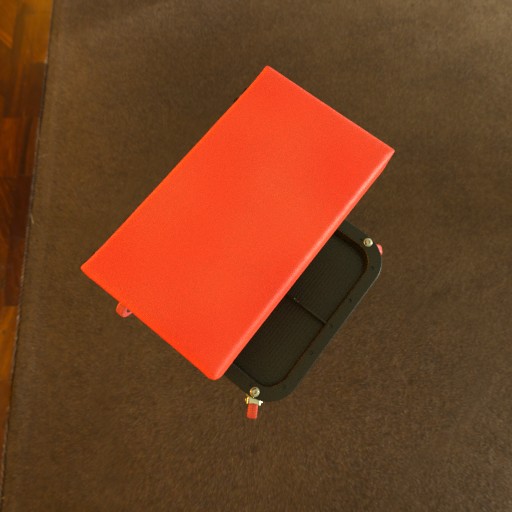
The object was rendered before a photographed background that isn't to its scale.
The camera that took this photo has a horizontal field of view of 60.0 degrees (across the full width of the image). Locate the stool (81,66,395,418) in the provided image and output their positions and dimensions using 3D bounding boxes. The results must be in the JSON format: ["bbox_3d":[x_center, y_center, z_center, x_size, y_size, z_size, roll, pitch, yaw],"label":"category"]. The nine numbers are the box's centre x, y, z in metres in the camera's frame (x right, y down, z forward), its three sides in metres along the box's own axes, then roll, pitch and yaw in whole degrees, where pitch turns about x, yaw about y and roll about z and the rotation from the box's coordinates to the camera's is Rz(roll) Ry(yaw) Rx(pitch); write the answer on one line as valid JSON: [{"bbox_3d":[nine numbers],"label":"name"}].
[{"bbox_3d":[0.000,0.000,0.729,0.371,0.380,0.446,37,78,10],"label":"stool"}]
